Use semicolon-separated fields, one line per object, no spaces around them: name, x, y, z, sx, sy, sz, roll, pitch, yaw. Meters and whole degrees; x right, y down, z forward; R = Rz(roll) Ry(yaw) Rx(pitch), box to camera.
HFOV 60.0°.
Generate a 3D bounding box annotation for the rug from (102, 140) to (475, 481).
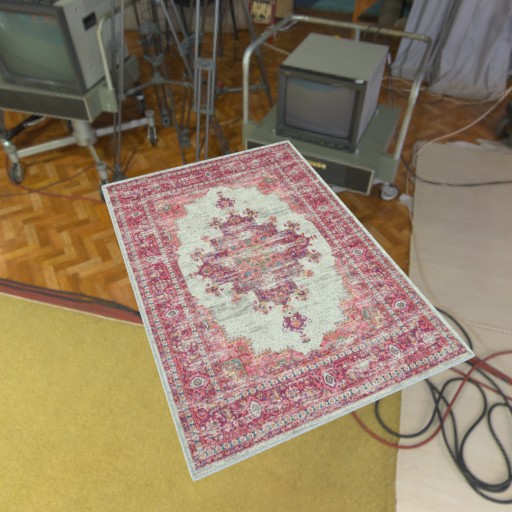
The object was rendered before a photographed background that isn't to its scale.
rug;0.000;0.000;2.815;1.555;0.011;2.232;-17;49;-16
